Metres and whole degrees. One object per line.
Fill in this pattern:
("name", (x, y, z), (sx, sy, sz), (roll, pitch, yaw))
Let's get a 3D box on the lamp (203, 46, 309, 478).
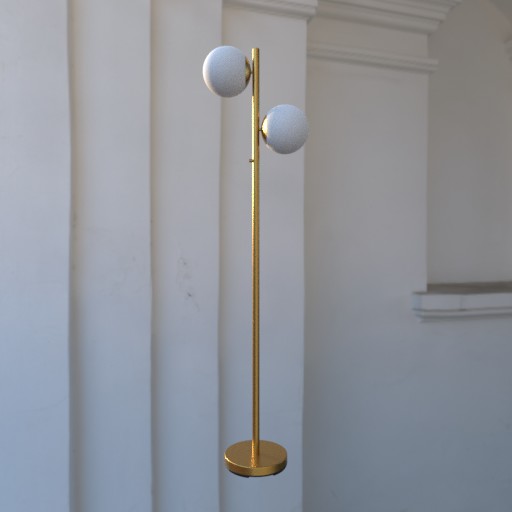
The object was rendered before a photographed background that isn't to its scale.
("lamp", (0.000, 0.000, 1.754), (0.419, 1.641, 0.249), (0, 0, 0))
